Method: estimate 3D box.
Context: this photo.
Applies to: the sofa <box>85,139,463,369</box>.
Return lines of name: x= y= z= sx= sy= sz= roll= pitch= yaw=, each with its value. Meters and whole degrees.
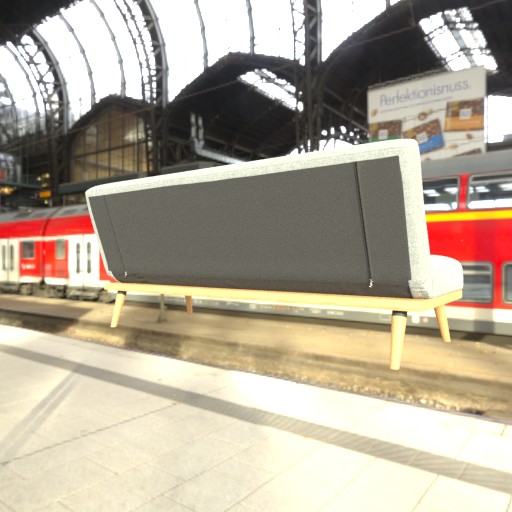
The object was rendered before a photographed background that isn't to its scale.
sofa: x=0.000 y=0.000 z=2.263 sx=1.820 sy=0.800 sz=0.800 roll=0 pitch=0 yaw=36
